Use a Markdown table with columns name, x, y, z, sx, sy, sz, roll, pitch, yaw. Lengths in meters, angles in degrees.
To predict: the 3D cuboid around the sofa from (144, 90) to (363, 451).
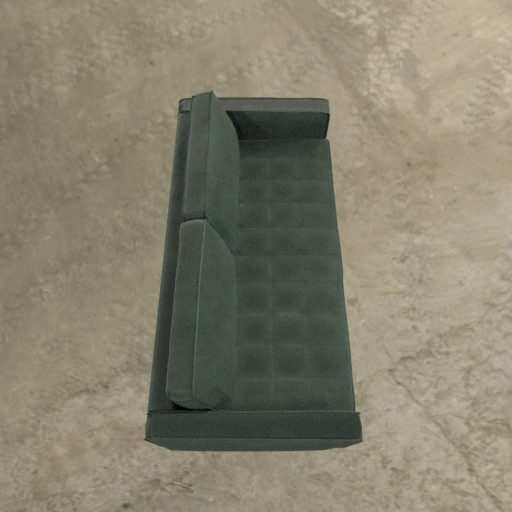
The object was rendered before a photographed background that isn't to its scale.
| name | x | y | z | sx | sy | sz | roll | pitch | yaw |
| --- | --- | --- | --- | --- | --- | --- | --- | --- | --- |
| sofa | 0.000 | 0.000 | 2.268 | 0.886 | 0.781 | 1.816 | 0 | 63 | 0 |
